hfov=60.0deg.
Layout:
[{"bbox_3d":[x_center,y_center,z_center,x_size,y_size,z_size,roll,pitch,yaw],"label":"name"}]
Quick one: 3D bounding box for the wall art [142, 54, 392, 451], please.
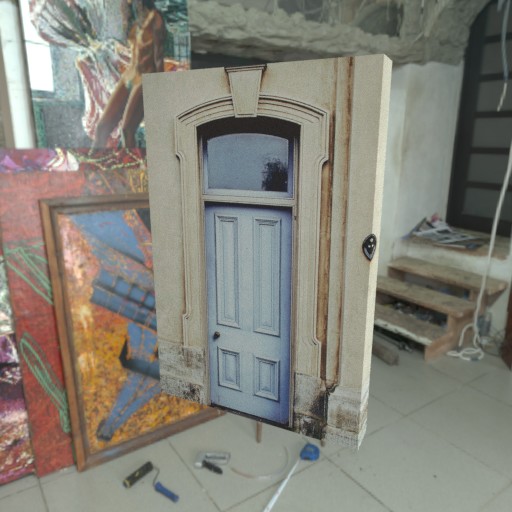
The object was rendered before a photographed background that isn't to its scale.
[{"bbox_3d":[0.000,0.000,0.483,0.254,0.381,0.038,7,16,25],"label":"wall art"}]
